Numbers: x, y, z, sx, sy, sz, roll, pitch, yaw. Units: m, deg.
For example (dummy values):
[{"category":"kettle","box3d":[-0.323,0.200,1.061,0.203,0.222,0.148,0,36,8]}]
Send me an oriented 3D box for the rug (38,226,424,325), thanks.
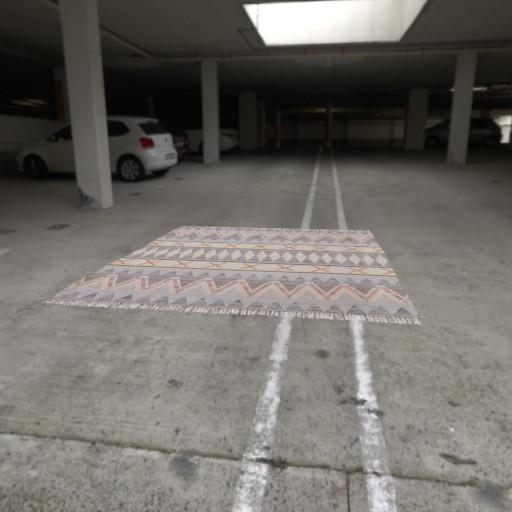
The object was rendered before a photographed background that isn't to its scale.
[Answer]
[{"category":"rug","box3d":[0.000,0.000,4.064,2.371,0.012,3.000,2,14,8]}]
